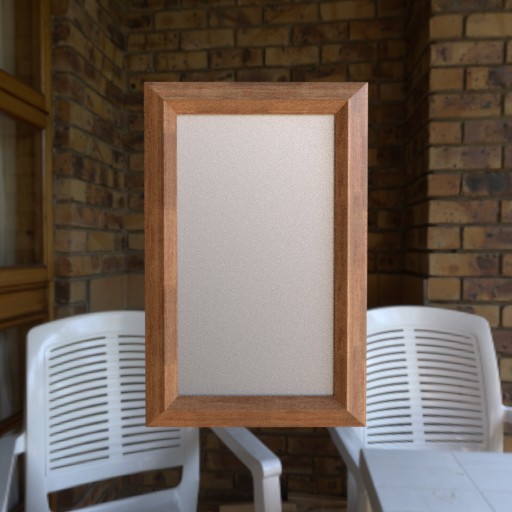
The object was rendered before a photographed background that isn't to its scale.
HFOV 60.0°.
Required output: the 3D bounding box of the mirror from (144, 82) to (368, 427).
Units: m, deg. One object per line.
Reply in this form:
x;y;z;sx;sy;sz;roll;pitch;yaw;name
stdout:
0.000;0.000;1.275;0.651;1.010;0.047;0;1;0;mirror
